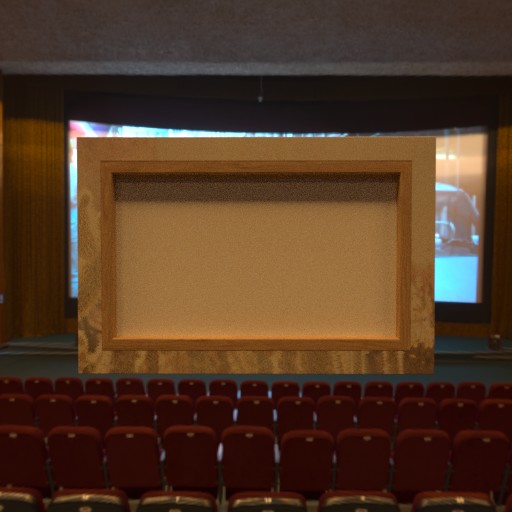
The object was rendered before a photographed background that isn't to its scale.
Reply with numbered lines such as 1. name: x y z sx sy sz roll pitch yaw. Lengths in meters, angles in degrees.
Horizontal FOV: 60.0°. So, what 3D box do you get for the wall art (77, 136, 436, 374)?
1. wall art: 0.000 0.000 1.433 1.142 0.758 0.041 0 1 0
